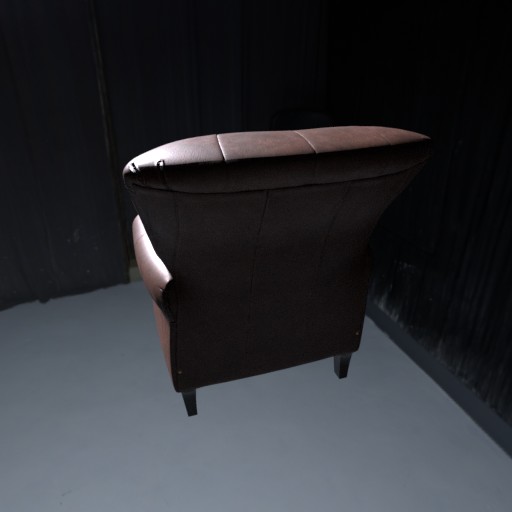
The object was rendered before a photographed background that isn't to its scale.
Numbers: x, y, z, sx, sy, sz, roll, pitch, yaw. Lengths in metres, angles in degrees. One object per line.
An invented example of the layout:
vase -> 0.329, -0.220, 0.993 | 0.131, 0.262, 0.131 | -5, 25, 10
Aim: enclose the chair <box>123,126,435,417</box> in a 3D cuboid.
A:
chair -> 0.000, 0.000, 1.839 | 0.979, 1.162, 1.031 | -9, 29, -16
